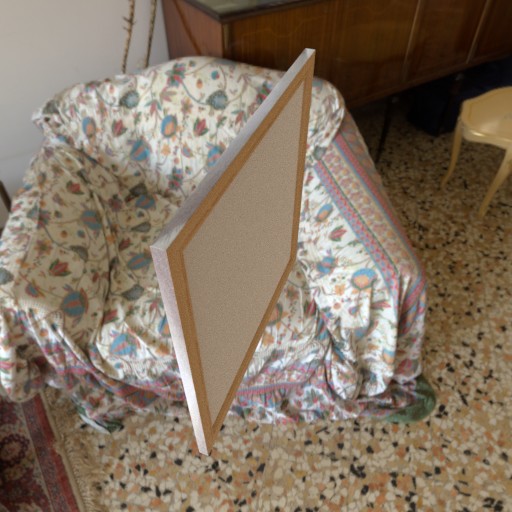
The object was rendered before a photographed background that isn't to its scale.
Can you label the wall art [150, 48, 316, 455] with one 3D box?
[{"bbox_3d":[0.000,0.000,1.139,0.027,0.762,0.762,15,48,15],"label":"wall art"}]
